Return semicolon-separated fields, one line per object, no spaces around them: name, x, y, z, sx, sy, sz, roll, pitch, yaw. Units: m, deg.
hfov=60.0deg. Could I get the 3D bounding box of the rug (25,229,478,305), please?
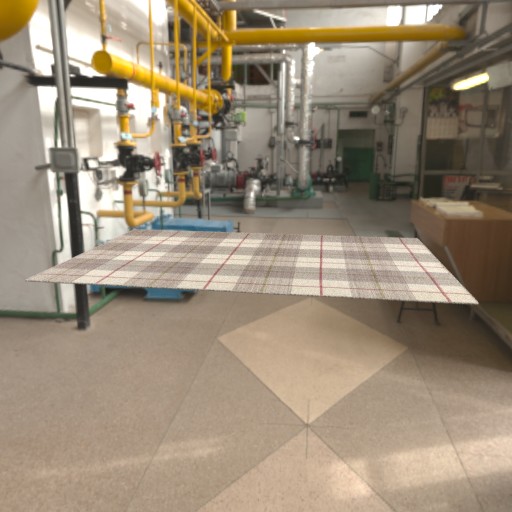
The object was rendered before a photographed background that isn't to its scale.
rug;0.000;0.000;3.095;2.464;0.010;1.549;2;15;8
